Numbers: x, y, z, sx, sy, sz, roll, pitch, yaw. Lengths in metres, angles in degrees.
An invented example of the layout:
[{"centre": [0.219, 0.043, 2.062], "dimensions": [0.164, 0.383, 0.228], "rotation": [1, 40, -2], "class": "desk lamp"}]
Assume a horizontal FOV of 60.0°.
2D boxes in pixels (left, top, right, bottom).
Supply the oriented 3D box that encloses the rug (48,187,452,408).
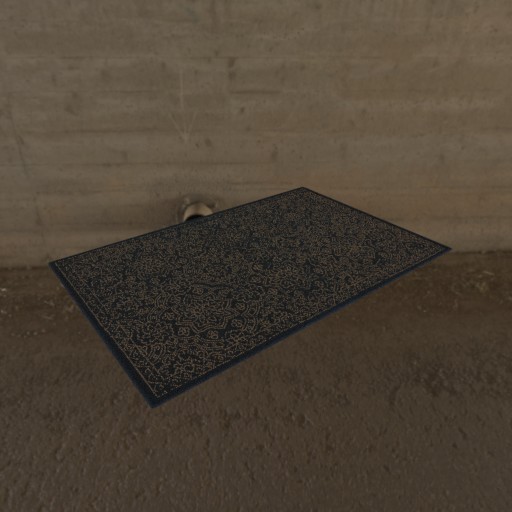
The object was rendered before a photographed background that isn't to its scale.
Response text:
[{"centre": [0.000, 0.000, 2.395], "dimensions": [1.829, 0.010, 1.219], "rotation": [-21, 36, -32], "class": "rug"}]
